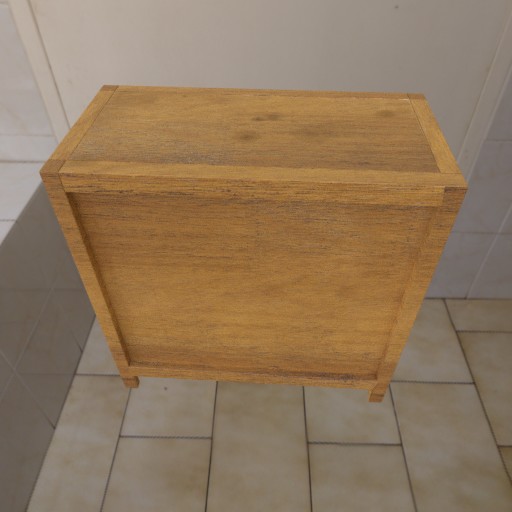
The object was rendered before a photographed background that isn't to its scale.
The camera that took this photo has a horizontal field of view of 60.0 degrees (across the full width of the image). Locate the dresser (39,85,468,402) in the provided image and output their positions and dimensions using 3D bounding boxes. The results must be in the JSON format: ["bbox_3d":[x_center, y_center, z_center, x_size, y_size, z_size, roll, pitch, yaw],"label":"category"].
[{"bbox_3d":[0.000,0.000,1.255,0.804,0.804,0.427,3,44,3],"label":"dresser"}]
